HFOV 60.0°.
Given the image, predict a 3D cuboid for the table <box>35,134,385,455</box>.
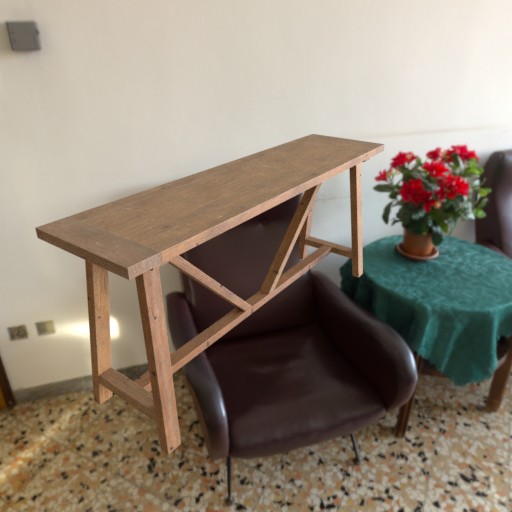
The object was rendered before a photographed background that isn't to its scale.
[{"bbox_3d":[0.000,0.000,2.154,0.465,0.810,1.800,19,33,32],"label":"table"}]
